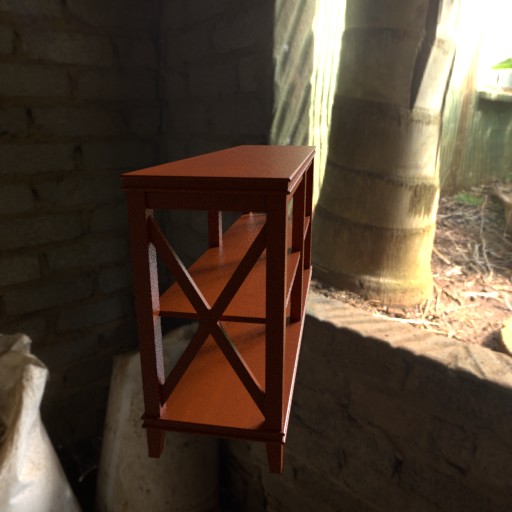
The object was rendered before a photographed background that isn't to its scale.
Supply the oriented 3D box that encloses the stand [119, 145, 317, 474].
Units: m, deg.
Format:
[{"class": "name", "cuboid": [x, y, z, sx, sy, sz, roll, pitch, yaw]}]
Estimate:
[{"class": "stand", "cuboid": [0.000, 0.000, 1.706, 0.381, 0.762, 1.372, 3, 17, 9]}]
